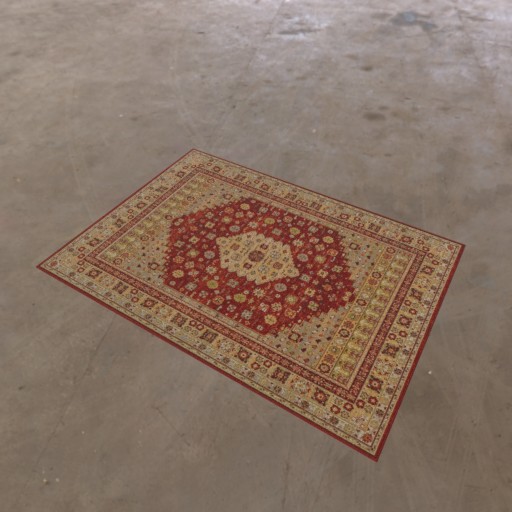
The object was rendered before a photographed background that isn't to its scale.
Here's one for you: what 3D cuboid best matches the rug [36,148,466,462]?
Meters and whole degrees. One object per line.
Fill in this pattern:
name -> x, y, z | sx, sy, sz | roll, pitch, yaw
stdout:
rug -> 0.000, 0.000, 2.803 | 2.211, 0.013, 1.593 | 24, 50, 22
